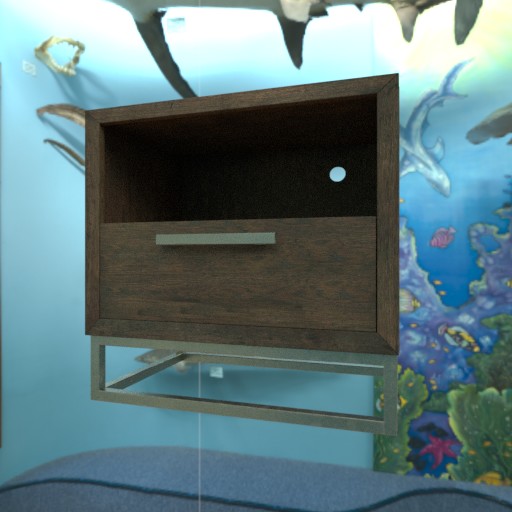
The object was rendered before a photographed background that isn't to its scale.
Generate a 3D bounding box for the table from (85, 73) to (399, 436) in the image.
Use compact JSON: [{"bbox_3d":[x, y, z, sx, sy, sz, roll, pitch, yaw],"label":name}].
[{"bbox_3d":[0.000,0.000,1.247,0.767,0.746,0.542,0,0,18],"label":"table"}]
